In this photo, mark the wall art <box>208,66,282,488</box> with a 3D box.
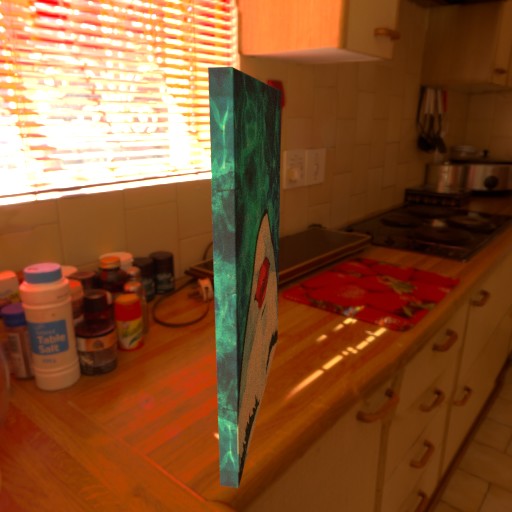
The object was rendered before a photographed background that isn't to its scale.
[{"bbox_3d":[0.000,0.000,1.041,0.038,0.760,0.609,3,17,9],"label":"wall art"}]
